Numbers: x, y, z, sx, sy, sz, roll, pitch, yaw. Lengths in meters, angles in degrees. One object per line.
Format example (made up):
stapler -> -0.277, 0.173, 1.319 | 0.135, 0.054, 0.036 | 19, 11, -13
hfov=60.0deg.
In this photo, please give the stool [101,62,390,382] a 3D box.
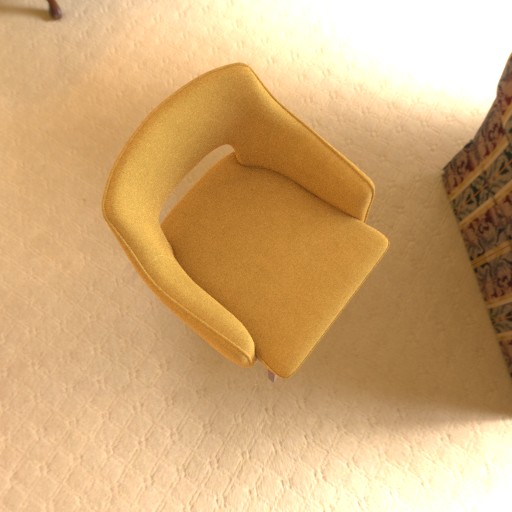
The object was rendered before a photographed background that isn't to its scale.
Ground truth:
stool -> 0.000, 0.000, 1.273 | 0.558, 0.924, 0.548 | 38, 77, 10
